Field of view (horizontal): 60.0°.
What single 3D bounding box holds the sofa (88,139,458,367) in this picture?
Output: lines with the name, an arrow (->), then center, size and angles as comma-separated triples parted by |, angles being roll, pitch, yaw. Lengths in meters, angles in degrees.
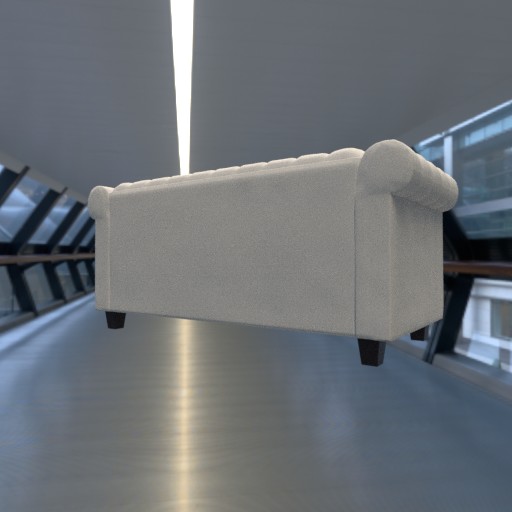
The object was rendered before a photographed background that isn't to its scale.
sofa -> 0.000, 0.000, 2.277 | 1.798, 0.796, 0.771 | 0, -1, 35
